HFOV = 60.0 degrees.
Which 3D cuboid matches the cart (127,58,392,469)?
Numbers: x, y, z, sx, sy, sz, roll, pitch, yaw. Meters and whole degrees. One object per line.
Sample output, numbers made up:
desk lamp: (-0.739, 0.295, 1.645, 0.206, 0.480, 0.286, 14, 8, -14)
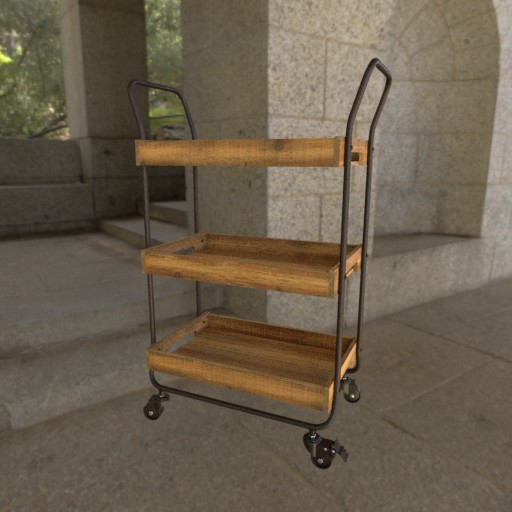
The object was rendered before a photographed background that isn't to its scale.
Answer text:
cart: (0.000, 0.000, 1.119, 0.583, 0.857, 0.339, 6, 14, 24)
